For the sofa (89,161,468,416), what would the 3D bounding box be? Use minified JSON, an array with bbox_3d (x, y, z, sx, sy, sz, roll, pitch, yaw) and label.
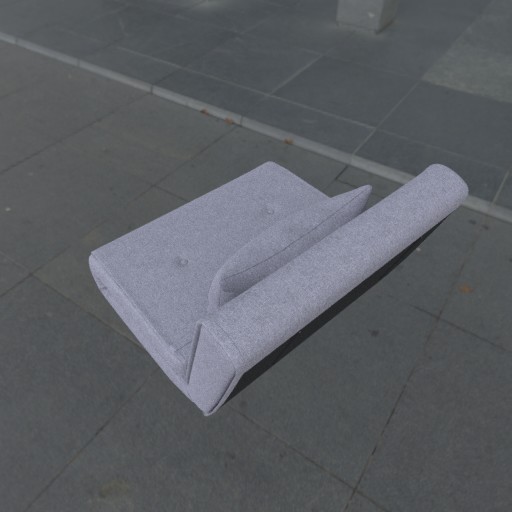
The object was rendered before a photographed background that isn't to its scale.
[{"bbox_3d":[0.000,0.000,1.748,1.020,0.825,1.000,-32,54,-27],"label":"sofa"}]
